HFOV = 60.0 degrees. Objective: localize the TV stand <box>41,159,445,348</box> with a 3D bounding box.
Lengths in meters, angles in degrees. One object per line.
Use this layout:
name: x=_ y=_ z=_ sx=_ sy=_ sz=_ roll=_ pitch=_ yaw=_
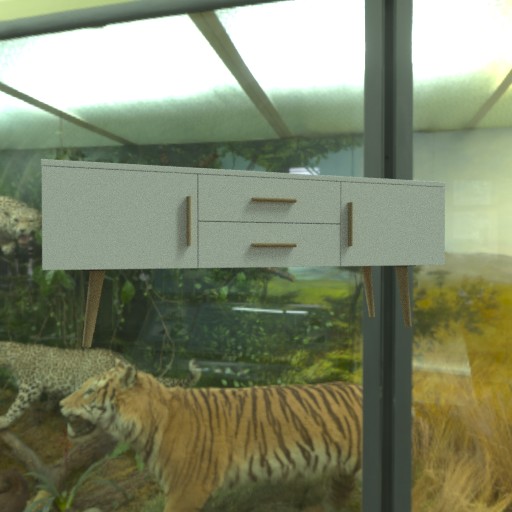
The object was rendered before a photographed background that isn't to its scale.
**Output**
TV stand: x=0.000 y=0.000 z=1.647 sx=1.398 sy=0.560 sz=0.401 roll=0 pitch=1 yaw=-18
